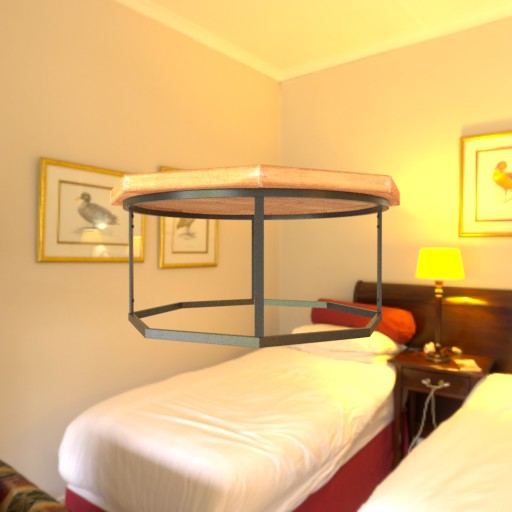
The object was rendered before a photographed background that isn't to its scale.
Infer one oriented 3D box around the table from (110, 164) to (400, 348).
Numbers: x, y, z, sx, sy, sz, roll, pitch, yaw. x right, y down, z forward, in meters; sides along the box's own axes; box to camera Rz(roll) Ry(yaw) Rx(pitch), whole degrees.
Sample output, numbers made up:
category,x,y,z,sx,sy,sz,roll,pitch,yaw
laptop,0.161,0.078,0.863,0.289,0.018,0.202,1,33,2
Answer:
category,x,y,z,sx,sy,sz,roll,pitch,yaw
table,0.000,0.000,1.536,1.002,0.444,1.002,0,1,0
